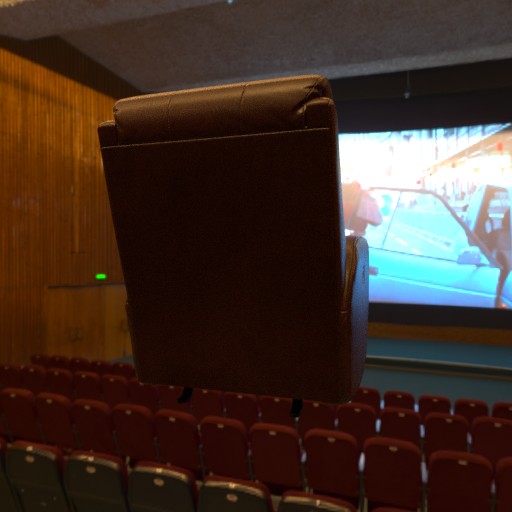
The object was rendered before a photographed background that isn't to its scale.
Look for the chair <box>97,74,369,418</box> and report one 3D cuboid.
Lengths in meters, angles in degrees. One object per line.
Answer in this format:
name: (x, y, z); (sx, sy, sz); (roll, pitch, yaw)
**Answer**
chair: (0.000, 0.000, 1.676); (0.787, 1.016, 0.939); (0, 1, 18)
